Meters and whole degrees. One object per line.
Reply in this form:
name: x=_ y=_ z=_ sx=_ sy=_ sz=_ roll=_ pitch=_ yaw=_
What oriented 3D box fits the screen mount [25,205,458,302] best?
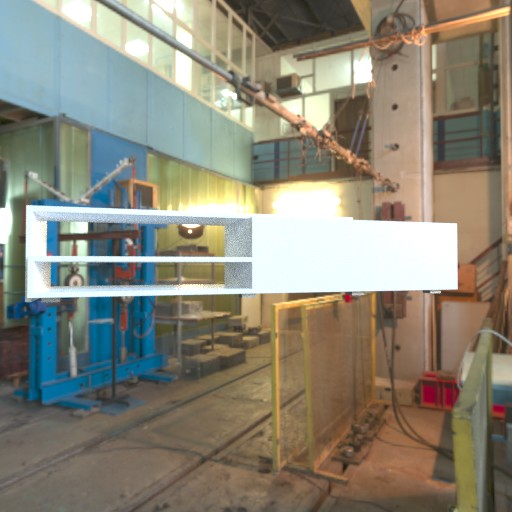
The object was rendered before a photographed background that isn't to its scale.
screen mount: x=0.000 y=0.000 z=1.844 sx=1.680 sy=0.320 sz=0.420 roll=0 pitch=-1 yaw=-18
